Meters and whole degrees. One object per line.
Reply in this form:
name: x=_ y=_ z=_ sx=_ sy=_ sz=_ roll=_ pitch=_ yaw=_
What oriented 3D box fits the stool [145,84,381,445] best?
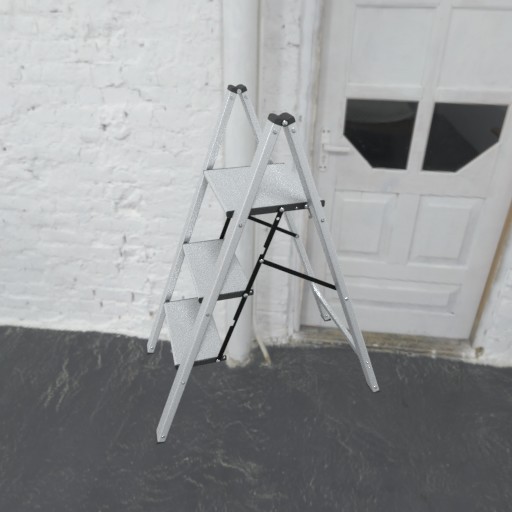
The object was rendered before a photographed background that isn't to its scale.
stool: x=0.000 y=0.000 z=1.323 sx=0.730 sy=0.902 sz=0.441 roll=-8 pitch=31 yaw=-14
